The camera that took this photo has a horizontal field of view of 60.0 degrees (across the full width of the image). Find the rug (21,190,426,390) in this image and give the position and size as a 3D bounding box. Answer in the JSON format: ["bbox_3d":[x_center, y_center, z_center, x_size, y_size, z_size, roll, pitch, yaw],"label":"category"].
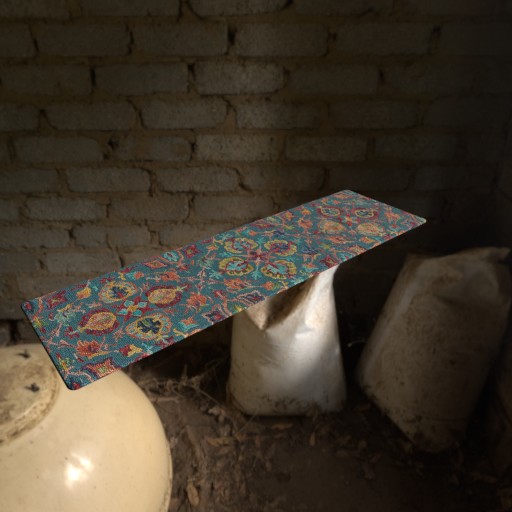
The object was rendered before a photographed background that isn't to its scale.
[{"bbox_3d":[0.000,0.000,2.456,2.286,0.013,0.686,-22,37,-33],"label":"rug"}]
